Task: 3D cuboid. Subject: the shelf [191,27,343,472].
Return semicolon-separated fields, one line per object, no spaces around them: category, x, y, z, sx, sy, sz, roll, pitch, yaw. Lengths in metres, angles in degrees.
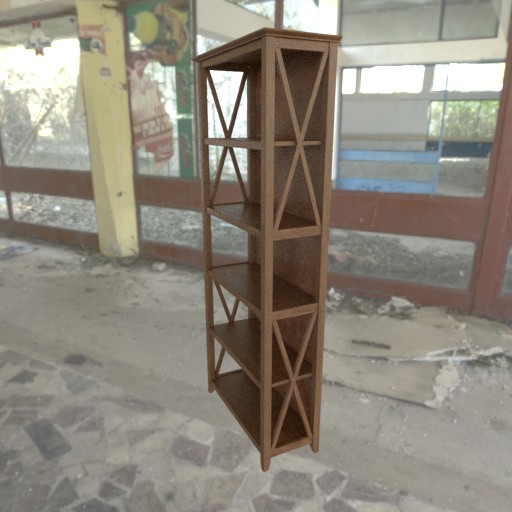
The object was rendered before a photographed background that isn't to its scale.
shelf;0.000;0.000;2.220;0.335;1.905;0.805;-8;18;-25
